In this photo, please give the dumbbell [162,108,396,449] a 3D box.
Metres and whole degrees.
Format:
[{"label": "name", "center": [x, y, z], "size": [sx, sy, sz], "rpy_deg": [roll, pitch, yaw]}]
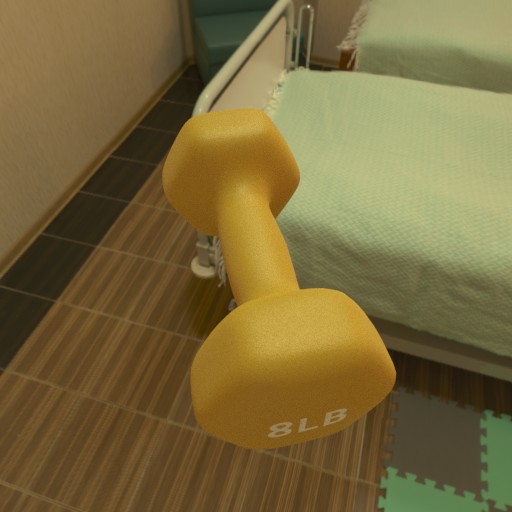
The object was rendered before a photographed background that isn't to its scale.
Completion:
[{"label": "dumbbell", "center": [0.000, 0.000, 0.242], "size": [0.090, 0.082, 0.190], "rpy_deg": [-9, 48, -8]}]
